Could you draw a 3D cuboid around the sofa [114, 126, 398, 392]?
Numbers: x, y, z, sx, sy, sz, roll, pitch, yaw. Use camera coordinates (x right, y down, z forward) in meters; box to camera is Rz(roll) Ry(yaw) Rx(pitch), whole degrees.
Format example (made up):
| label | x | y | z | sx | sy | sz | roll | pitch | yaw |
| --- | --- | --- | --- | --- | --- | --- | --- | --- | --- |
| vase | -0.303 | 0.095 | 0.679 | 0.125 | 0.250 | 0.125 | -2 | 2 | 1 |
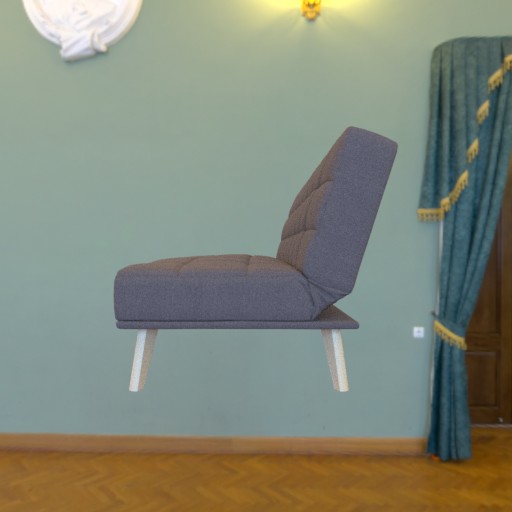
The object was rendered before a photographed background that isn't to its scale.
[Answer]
| label | x | y | z | sx | sy | sz | roll | pitch | yaw |
| --- | --- | --- | --- | --- | --- | --- | --- | --- | --- |
| sofa | 0.000 | 0.000 | 2.211 | 0.860 | 0.810 | 1.800 | 0 | 1 | 0 |
